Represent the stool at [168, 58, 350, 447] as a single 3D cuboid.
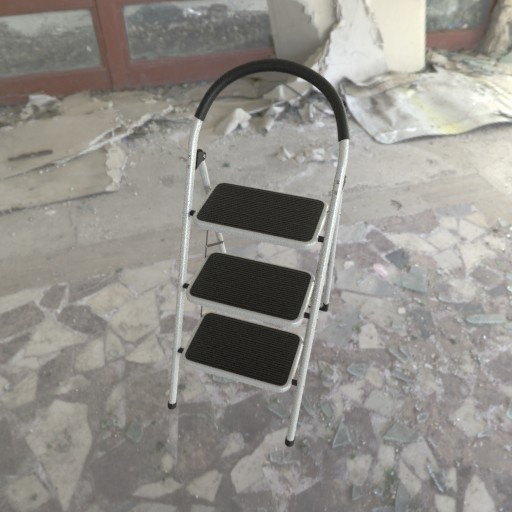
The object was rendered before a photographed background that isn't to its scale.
[{"bbox_3d":[0.000,0.000,1.462,0.485,1.109,0.676,12,44,13],"label":"stool"}]
